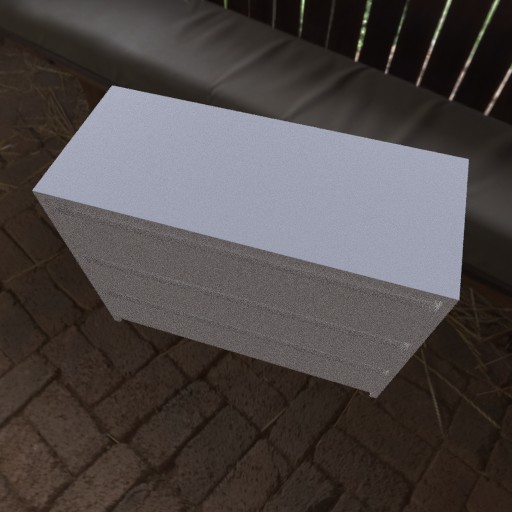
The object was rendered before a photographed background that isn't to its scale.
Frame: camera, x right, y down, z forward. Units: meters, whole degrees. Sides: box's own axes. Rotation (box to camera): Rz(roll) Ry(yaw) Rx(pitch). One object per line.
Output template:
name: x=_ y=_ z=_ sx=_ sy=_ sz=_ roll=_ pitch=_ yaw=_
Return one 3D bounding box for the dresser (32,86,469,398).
dresser: x=0.000 y=0.000 z=1.550 sx=1.100 sy=0.820 sz=0.460 roll=15 pitch=59 yaw=9
